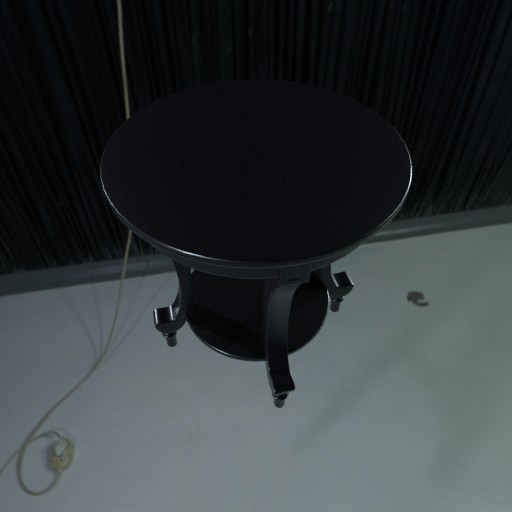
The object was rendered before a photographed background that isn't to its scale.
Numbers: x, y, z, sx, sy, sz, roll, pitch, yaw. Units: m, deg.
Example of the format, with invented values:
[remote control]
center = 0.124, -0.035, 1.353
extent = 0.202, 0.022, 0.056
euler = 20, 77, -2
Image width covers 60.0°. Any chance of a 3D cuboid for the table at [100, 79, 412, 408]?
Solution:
[table]
center = 0.000, 0.000, 1.096
extent = 0.597, 0.618, 0.597
euler = 0, 47, 0
